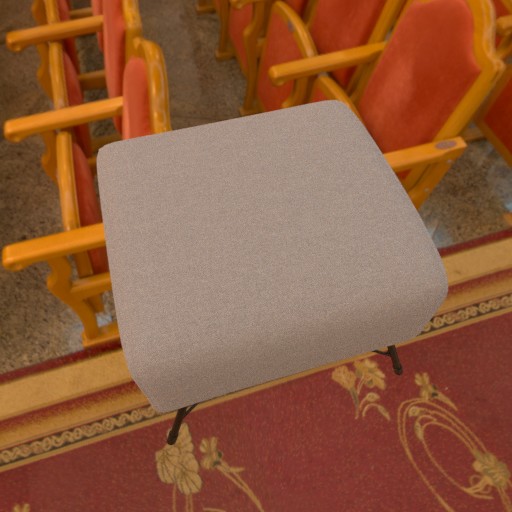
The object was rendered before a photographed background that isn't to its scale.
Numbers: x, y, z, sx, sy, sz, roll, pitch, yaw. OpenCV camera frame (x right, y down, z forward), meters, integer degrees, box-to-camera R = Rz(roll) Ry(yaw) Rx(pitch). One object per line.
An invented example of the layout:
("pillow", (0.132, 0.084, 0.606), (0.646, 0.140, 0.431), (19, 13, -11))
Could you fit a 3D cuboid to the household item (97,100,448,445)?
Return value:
("household item", (0.000, 0.000, 0.907), (0.530, 0.410, 0.530), (-14, 58, -9))
